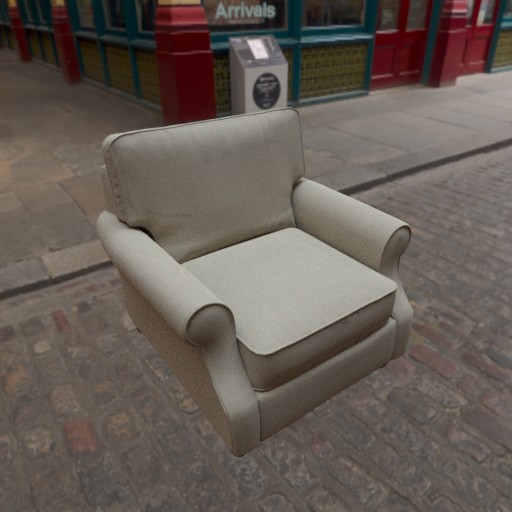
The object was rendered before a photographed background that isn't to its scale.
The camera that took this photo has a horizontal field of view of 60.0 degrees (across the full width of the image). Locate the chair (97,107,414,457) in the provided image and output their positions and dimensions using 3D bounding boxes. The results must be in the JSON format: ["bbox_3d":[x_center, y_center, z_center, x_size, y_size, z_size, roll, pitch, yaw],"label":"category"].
[{"bbox_3d":[0.000,0.000,1.760,1.029,0.967,0.966,-20,35,-31],"label":"chair"}]
